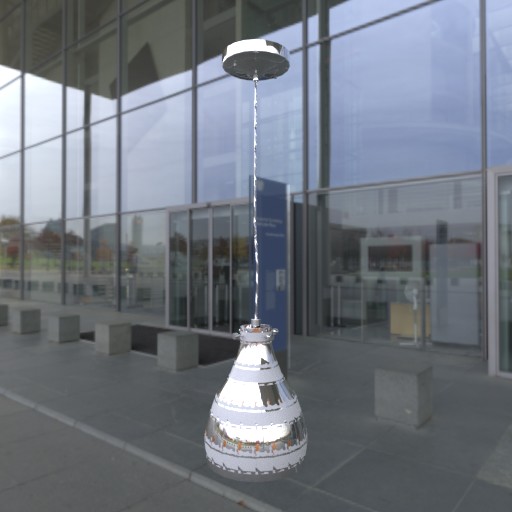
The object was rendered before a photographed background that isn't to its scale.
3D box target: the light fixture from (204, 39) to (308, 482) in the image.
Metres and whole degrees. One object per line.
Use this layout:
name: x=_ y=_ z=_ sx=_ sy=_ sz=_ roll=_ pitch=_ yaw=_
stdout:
light fixture: x=0.000 y=0.000 z=1.609 sx=0.374 sy=1.457 sz=0.374 roll=1 pitch=-1 yaw=-36
